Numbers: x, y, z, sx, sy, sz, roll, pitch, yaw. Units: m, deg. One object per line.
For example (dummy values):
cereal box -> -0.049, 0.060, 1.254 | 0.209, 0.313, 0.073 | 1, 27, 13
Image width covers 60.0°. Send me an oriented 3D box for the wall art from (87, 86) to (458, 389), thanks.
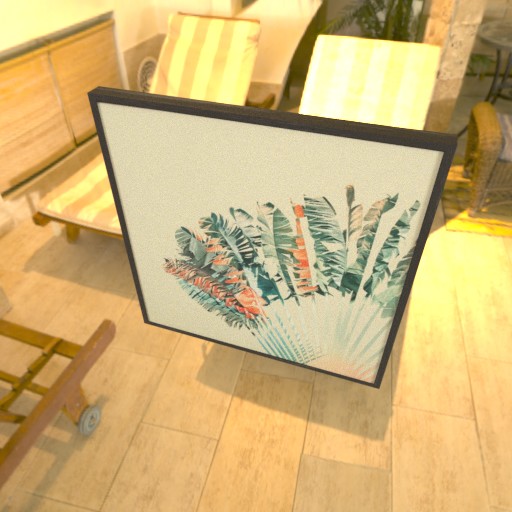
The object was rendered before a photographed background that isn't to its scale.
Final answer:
wall art -> 0.000, 0.000, 1.133 | 0.762, 0.758, 0.043 | 13, 42, 14
